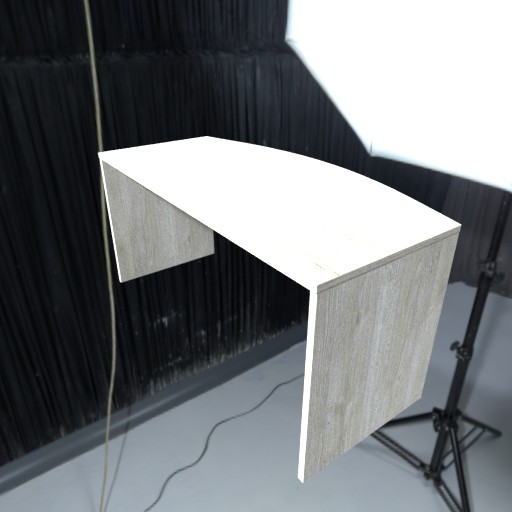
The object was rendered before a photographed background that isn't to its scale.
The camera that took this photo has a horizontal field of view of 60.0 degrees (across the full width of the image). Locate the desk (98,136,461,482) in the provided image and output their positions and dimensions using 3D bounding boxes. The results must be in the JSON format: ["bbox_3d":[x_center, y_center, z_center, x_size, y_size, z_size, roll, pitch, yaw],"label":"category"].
[{"bbox_3d":[0.000,0.000,2.051,0.802,0.752,1.600,-19,33,-32],"label":"desk"}]
